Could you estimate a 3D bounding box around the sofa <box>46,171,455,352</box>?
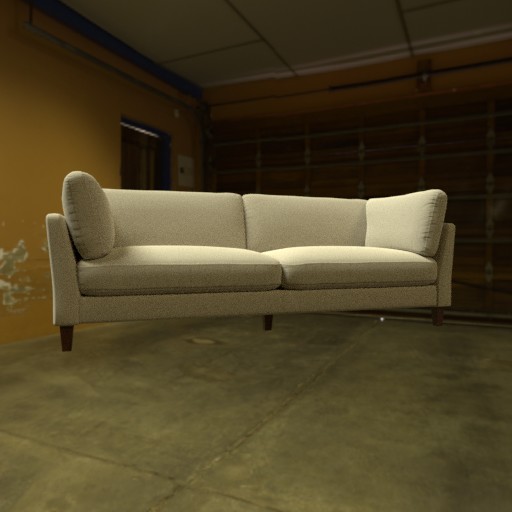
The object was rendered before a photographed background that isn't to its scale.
[{"bbox_3d":[0.000,0.000,2.784,2.301,0.863,0.957,0,1,-19],"label":"sofa"}]
